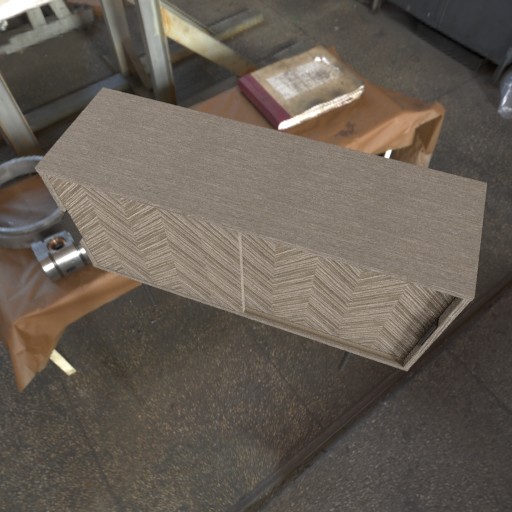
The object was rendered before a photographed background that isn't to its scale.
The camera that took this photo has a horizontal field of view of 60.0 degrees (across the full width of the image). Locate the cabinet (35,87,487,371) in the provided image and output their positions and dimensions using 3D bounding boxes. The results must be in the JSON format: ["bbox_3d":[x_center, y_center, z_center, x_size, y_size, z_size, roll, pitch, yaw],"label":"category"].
[{"bbox_3d":[0.000,0.000,1.547,1.194,0.787,0.405,17,59,10],"label":"cabinet"}]
